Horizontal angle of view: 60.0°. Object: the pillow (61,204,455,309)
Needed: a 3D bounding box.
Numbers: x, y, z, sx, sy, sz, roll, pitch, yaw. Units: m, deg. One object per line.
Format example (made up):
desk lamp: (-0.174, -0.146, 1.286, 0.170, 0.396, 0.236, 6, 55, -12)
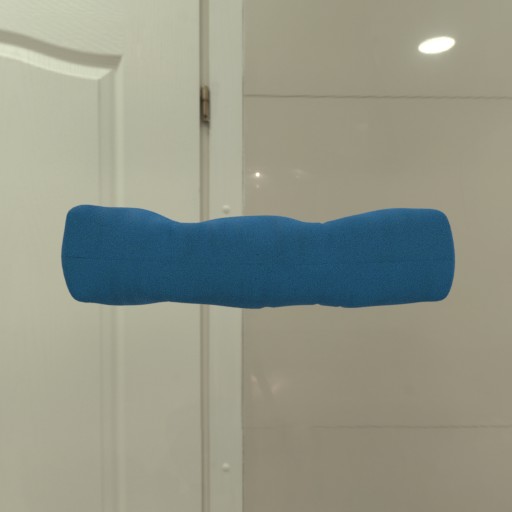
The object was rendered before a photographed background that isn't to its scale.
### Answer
pillow: (0.000, 0.000, 0.737, 0.468, 0.128, 0.490, 0, 1, -2)
